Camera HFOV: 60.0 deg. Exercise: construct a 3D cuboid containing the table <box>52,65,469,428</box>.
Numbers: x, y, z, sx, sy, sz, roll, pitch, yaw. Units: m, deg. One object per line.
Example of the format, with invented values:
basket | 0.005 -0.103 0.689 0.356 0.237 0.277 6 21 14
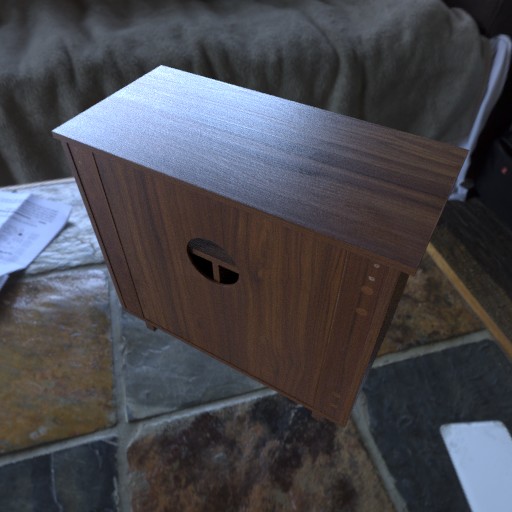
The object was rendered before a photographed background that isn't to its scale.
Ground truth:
table | 0.000 0.000 1.205 0.802 0.725 0.390 23 51 20
